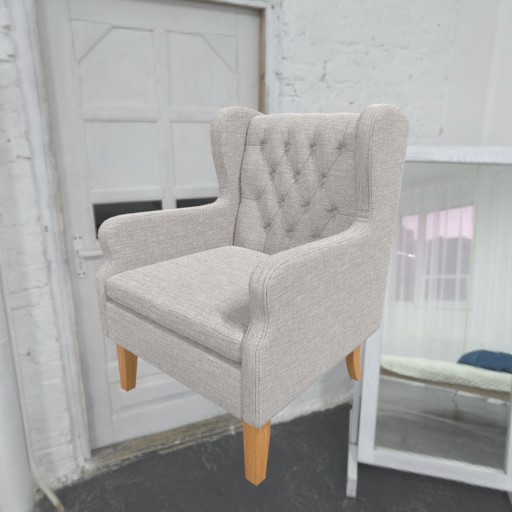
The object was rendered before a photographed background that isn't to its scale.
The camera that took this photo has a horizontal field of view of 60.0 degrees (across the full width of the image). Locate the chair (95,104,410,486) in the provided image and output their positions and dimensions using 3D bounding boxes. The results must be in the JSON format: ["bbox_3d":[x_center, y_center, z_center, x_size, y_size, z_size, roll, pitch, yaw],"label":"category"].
[{"bbox_3d":[0.000,0.000,1.435,0.710,0.930,0.760,15,23,40],"label":"chair"}]
